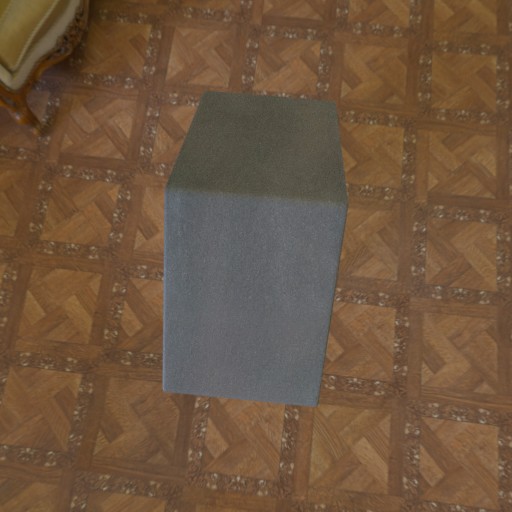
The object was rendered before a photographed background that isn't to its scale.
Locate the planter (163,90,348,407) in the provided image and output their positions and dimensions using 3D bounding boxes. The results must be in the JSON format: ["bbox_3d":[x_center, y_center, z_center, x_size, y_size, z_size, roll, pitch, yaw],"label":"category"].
[{"bbox_3d":[0.000,0.000,0.283,0.077,0.206,0.169,5,76,1],"label":"planter"}]
